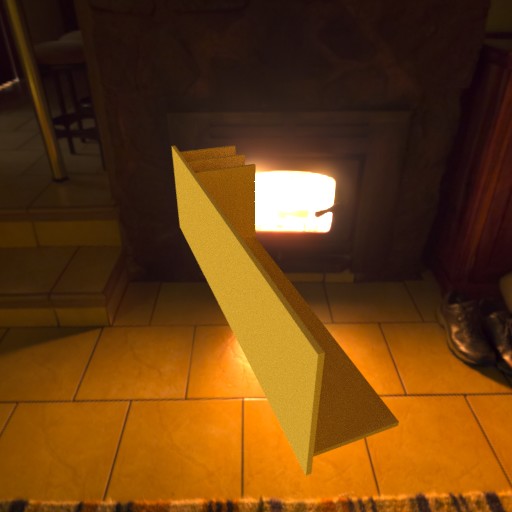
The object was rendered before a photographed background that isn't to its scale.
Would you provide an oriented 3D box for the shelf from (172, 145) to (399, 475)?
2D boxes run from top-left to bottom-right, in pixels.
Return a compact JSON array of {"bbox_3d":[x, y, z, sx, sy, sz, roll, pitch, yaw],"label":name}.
[{"bbox_3d":[0.000,0.000,1.157,0.200,0.300,1.020,-11,34,-18],"label":"shelf"}]
